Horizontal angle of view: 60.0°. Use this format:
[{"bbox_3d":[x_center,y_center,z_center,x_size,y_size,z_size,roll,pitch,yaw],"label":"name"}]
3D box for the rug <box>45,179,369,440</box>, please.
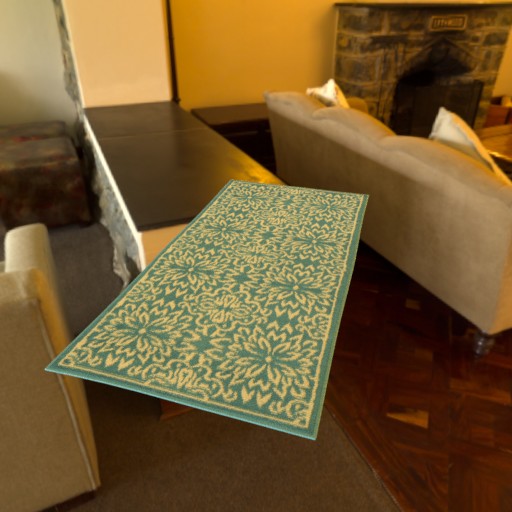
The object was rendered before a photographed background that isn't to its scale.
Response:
[{"bbox_3d":[0.000,0.000,1.399,0.604,0.007,1.219,9,32,15],"label":"rug"}]
